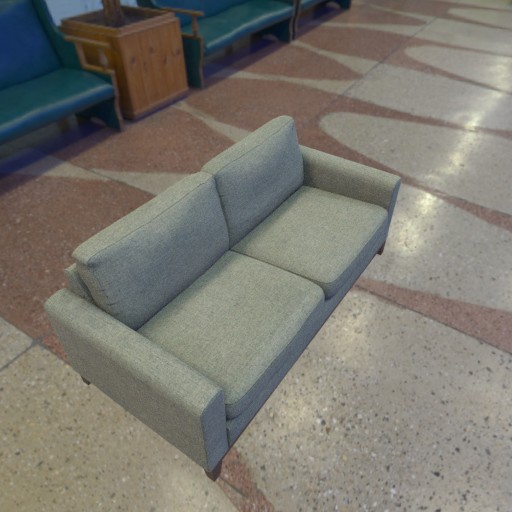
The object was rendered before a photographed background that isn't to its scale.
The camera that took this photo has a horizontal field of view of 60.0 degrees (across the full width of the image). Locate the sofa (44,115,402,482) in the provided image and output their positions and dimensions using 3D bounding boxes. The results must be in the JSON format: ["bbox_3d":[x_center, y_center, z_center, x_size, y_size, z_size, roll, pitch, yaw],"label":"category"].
[{"bbox_3d":[0.000,0.000,2.488,0.969,0.892,1.978,25,47,25],"label":"sofa"}]
